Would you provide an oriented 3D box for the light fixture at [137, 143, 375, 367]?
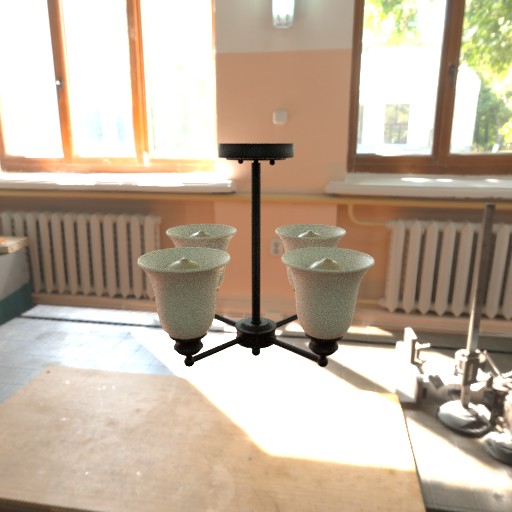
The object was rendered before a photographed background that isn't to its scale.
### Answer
[{"bbox_3d":[0.000,0.000,1.878,1.069,0.925,1.069,-14,20,-43],"label":"light fixture"}]
